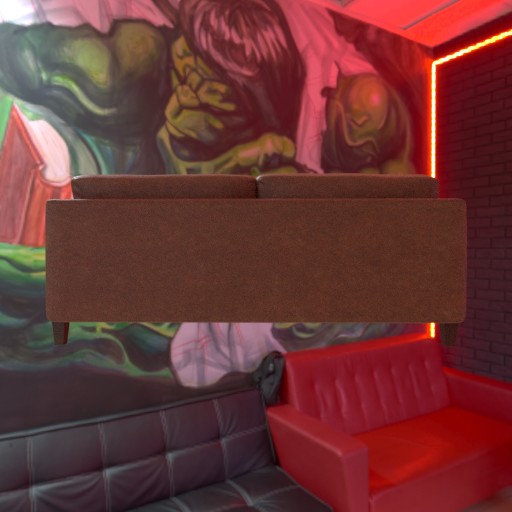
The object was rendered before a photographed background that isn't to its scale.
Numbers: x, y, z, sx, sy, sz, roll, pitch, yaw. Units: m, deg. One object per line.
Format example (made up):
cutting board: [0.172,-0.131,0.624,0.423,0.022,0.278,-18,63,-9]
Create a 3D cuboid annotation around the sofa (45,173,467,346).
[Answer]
sofa: [0.000,0.000,2.748,2.204,0.932,0.950,0,1,1]
